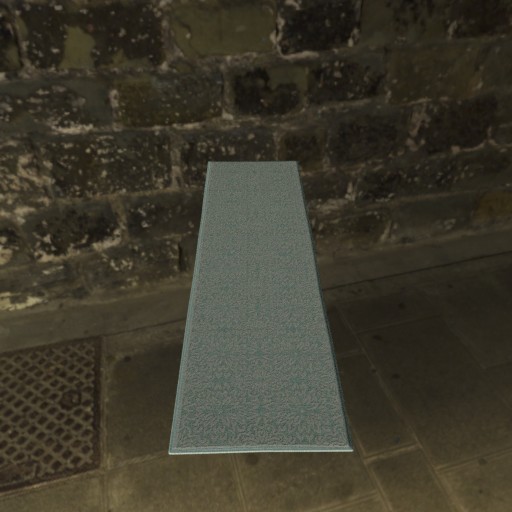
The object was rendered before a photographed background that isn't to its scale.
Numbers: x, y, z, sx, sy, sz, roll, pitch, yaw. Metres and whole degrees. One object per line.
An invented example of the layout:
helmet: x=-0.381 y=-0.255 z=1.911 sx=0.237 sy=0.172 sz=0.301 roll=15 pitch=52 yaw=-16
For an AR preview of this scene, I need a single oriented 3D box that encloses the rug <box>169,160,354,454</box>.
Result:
rug: x=0.000 y=0.000 z=2.425 sx=0.662 sy=0.011 sz=2.196 roll=-1 pitch=40 yaw=-1
